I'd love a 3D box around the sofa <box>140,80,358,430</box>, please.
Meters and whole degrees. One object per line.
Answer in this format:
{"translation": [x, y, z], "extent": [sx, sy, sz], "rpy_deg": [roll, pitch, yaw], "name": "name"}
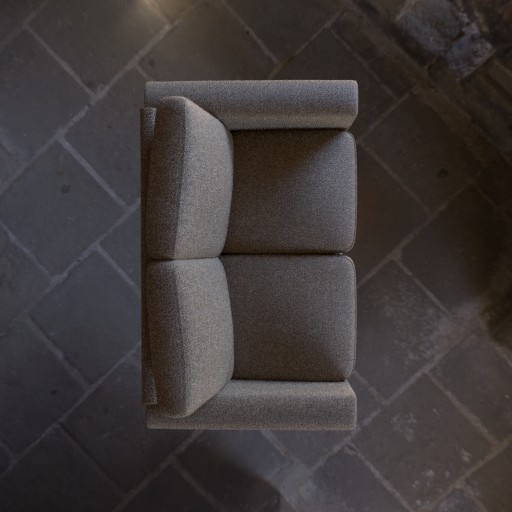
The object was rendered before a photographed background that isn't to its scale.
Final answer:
{"translation": [0.000, 0.000, 2.160], "extent": [1.016, 0.873, 1.616], "rpy_deg": [0, 91, 1], "name": "sofa"}
